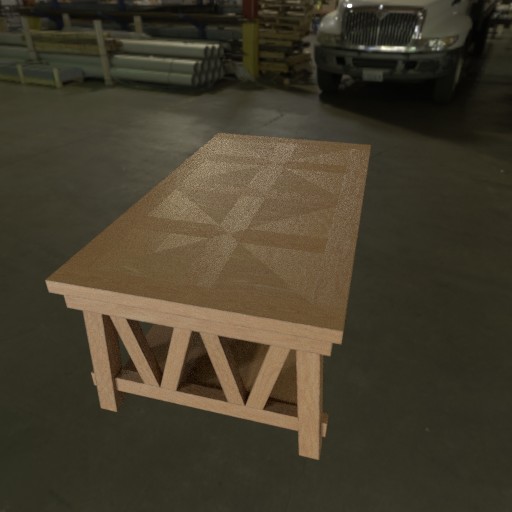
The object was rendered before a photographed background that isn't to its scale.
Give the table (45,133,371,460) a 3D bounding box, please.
[{"bbox_3d":[0.000,0.000,1.644,0.711,0.507,1.270,8,33,13],"label":"table"}]
